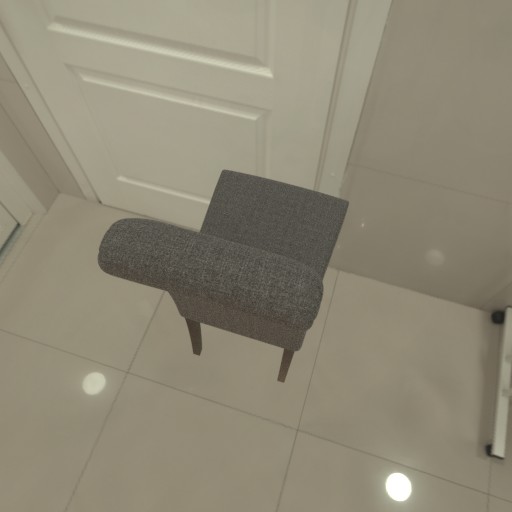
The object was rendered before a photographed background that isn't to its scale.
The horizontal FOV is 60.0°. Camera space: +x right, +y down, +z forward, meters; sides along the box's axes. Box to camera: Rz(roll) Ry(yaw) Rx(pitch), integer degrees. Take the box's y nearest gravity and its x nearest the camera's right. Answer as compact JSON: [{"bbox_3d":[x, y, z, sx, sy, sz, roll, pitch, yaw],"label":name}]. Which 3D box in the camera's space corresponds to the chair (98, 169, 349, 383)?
[{"bbox_3d":[0.000,0.000,1.322,0.456,1.006,0.671,16,64,8],"label":"chair"}]
